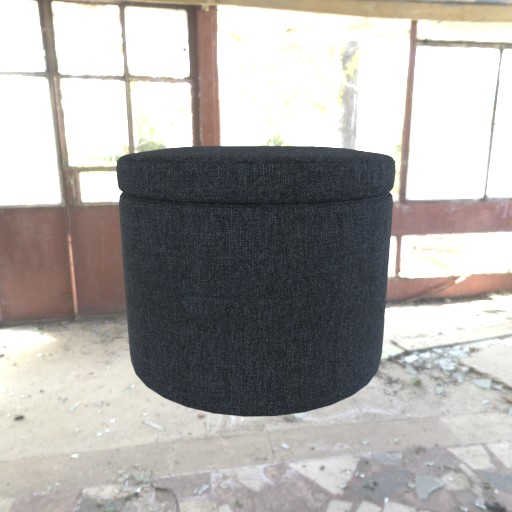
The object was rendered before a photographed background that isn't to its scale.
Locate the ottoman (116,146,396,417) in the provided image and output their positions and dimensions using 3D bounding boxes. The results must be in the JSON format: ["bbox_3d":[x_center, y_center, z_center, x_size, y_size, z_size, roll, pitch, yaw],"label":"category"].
[{"bbox_3d":[0.000,0.000,0.870,0.500,0.419,0.500,0,14,0],"label":"ottoman"}]
